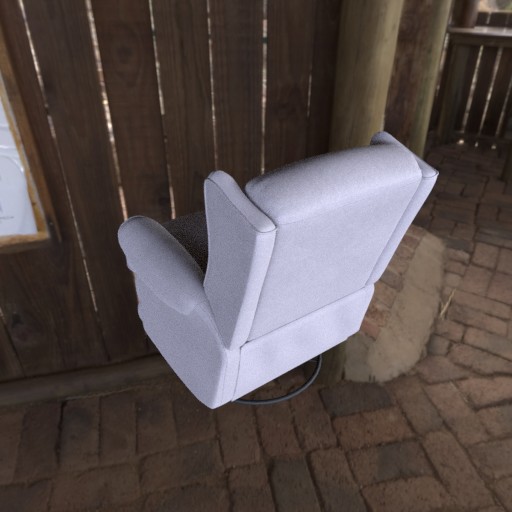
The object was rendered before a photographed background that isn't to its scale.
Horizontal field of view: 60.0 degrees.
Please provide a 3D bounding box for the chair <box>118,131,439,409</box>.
[{"bbox_3d":[0.000,0.000,1.707,0.847,1.011,0.969,-20,37,-29],"label":"chair"}]
